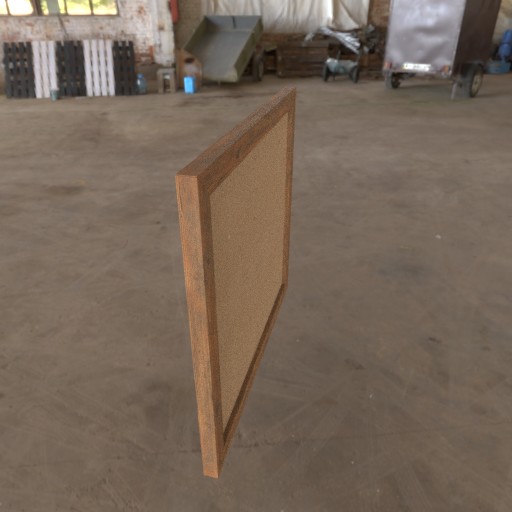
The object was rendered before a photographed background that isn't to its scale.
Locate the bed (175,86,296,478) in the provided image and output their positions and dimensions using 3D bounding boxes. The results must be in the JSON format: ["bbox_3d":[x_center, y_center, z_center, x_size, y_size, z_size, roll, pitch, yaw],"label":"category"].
[{"bbox_3d":[0.000,0.000,1.526,0.046,0.942,1.046,8,31,13],"label":"bed"}]
